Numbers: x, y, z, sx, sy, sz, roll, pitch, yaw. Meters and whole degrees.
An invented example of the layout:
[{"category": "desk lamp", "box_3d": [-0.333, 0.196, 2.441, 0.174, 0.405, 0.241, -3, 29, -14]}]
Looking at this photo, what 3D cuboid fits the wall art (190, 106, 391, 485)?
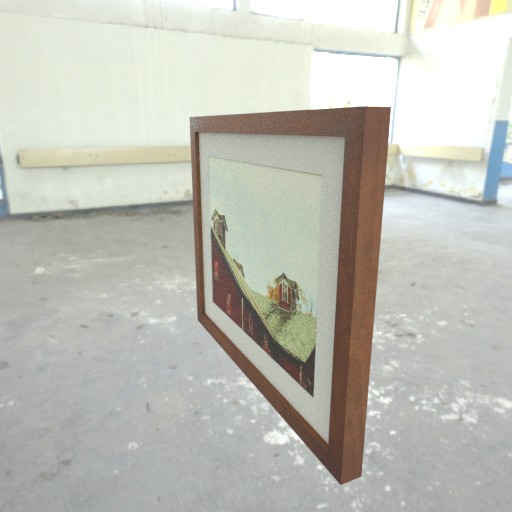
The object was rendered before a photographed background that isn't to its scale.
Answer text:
[{"category": "wall art", "box_3d": [0.000, 0.000, 0.747, 0.033, 0.457, 0.558, -8, 18, -25]}]
